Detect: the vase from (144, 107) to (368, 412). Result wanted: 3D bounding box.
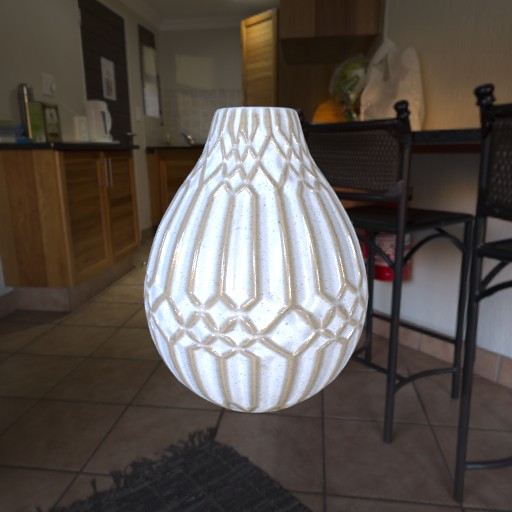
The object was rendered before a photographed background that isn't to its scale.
[{"bbox_3d":[0.000,0.000,0.318,0.159,0.200,0.159,0,14,0],"label":"vase"}]
